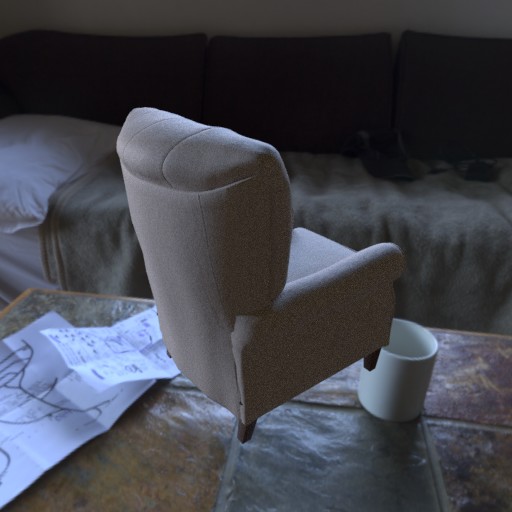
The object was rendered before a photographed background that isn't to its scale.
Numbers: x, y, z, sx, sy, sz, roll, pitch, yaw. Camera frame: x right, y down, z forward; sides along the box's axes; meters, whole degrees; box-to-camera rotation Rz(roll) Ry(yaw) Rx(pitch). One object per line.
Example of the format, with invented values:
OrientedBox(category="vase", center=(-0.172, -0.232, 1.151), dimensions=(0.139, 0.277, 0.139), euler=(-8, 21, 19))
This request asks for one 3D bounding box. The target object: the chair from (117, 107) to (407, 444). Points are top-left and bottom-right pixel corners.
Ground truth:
OrientedBox(category="chair", center=(0.000, 0.000, 1.905), dimensions=(1.025, 1.209, 0.942), euler=(-18, 32, -31))
